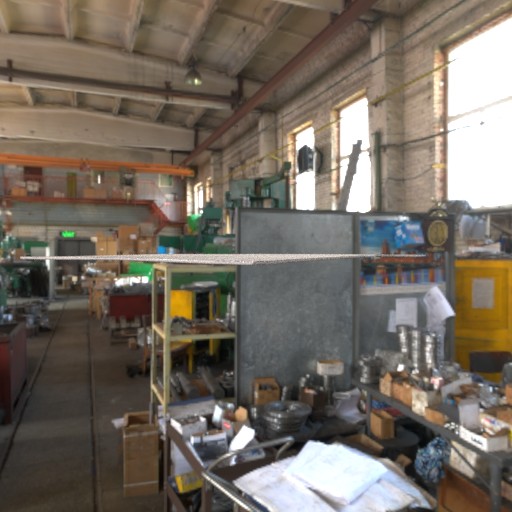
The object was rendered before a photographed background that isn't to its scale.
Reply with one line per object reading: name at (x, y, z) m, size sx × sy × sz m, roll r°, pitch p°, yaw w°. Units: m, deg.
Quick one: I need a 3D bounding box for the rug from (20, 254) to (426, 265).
rug at (0.000, 0.000, 2.955) m, size 1.604 × 0.030 × 2.307 m, roll 1°, pitch 1°, yaw 35°
